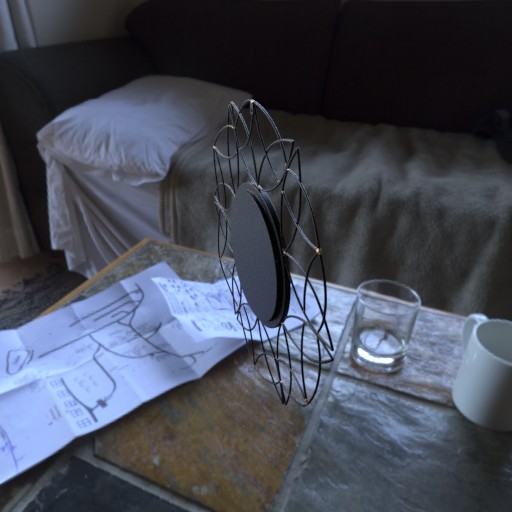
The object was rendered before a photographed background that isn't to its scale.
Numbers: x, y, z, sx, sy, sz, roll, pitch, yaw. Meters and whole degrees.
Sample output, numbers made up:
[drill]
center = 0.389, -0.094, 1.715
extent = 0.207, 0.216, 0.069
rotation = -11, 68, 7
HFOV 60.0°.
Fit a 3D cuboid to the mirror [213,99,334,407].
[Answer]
[mirror]
center = 0.000, 0.000, 1.145
extent = 0.028, 0.775, 0.797
rotation = -11, 32, -18
